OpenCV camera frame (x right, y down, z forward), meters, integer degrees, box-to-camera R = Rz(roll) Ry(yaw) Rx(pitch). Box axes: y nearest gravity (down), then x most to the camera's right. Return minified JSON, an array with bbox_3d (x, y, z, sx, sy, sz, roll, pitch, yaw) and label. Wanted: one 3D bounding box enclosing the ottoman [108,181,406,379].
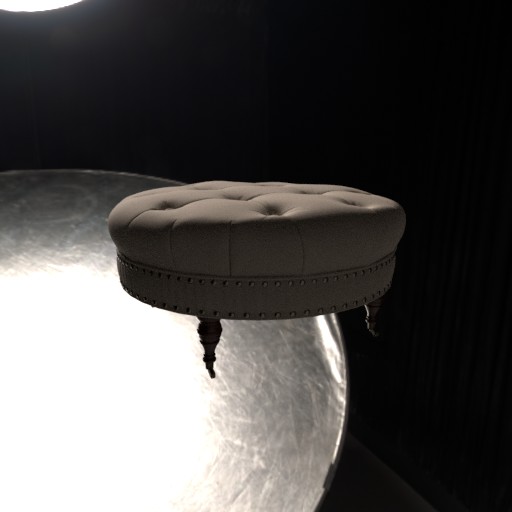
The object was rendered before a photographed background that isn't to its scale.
[{"bbox_3d":[0.000,0.000,1.423,0.901,0.439,0.901,0,14,0],"label":"ottoman"}]
